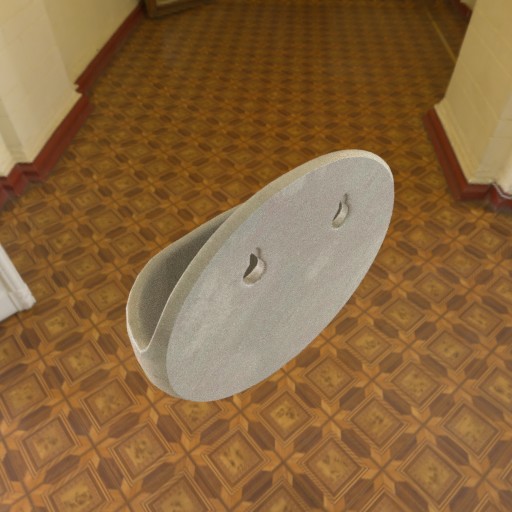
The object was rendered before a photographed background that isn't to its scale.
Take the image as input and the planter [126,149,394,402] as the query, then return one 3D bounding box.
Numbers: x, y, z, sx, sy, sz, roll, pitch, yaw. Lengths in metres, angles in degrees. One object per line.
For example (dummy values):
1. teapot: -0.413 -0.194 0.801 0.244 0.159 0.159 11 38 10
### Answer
1. planter: 0.000 0.000 0.278 0.190 0.164 0.073 -32 54 -27
